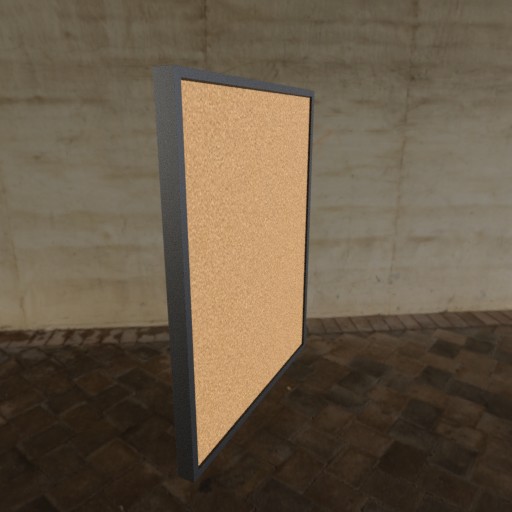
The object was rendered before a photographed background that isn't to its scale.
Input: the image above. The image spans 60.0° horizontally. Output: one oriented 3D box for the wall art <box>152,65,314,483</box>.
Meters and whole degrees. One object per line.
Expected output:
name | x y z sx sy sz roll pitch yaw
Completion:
wall art | 0.000 0.000 0.762 0.029 0.559 0.457 8 19 25
